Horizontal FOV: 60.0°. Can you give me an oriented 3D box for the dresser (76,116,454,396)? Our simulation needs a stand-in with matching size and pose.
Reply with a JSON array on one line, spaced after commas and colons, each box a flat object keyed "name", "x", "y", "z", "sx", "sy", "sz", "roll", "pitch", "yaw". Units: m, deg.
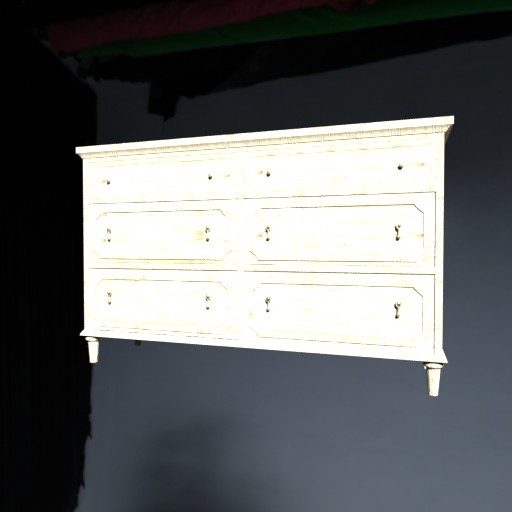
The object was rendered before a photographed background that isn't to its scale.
[{"name": "dresser", "x": 0.000, "y": 0.000, "z": 2.054, "sx": 1.626, "sy": 1.016, "sz": 0.457, "roll": 0, "pitch": 1, "yaw": 18}]
